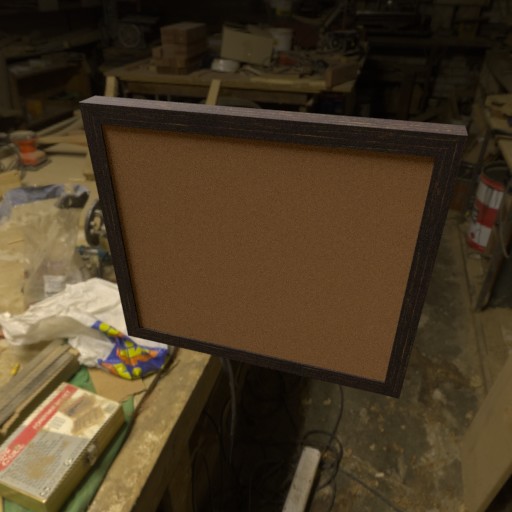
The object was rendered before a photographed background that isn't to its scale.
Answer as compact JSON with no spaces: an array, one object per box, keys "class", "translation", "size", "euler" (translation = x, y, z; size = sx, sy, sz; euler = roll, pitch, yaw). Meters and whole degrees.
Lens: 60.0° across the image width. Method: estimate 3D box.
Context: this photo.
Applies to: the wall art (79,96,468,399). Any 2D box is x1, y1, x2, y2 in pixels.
[{"class":"wall art","translation":[0.000,0.000,0.520],"size":[0.381,0.330,0.031],"euler":[9,34,14]}]
